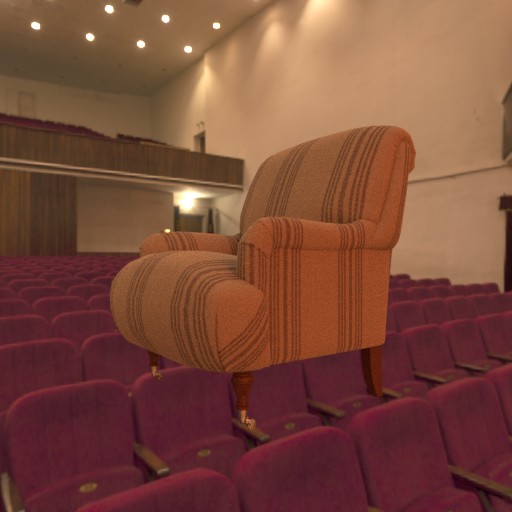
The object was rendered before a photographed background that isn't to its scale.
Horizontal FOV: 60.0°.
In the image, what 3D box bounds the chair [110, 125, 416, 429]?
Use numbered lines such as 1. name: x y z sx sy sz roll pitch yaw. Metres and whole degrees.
1. chair: 0.000 0.000 1.596 0.914 0.940 0.813 0 -1 -36
